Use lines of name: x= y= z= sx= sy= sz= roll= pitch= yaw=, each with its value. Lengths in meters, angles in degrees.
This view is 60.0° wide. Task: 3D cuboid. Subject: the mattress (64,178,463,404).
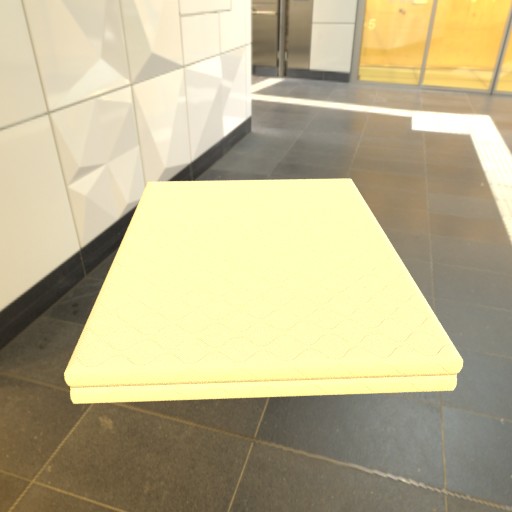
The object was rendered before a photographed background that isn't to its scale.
mattress: x=0.000 y=0.000 z=2.654 sx=1.600 sy=0.200 sz=2.000 roll=-1 pitch=31 yaw=-2
